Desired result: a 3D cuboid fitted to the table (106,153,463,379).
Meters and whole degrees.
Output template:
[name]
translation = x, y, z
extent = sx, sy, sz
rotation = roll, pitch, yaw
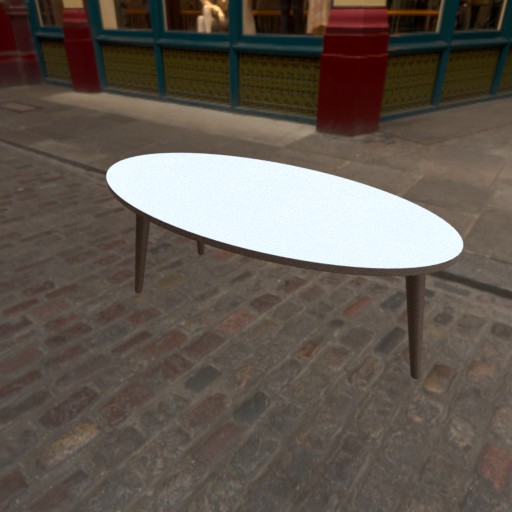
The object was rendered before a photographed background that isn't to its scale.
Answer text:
[table]
translation = 0.000, 0.000, 1.320
extent = 1.083, 0.390, 0.542
rotation = 20, 36, 30
